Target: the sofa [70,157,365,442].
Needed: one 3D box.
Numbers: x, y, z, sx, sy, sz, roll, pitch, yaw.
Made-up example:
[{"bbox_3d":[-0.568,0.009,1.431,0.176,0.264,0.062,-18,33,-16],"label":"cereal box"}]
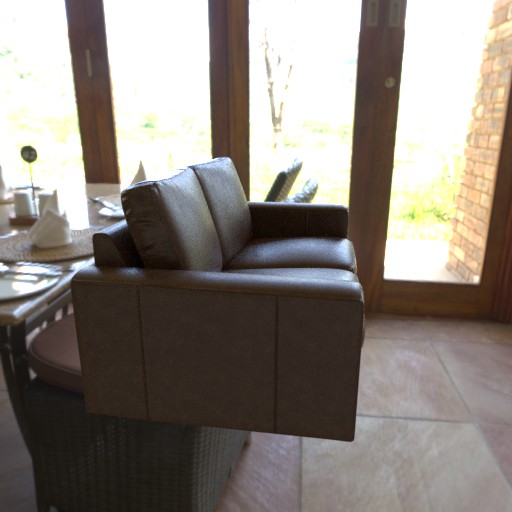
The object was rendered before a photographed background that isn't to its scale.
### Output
[{"bbox_3d":[0.000,0.000,2.206,1.016,0.873,1.616,3,17,9],"label":"sofa"}]
